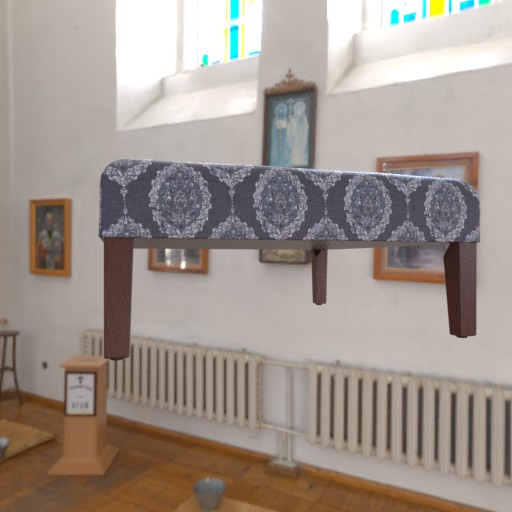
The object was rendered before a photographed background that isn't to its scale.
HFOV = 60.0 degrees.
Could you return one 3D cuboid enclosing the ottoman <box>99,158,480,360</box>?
[{"bbox_3d":[0.000,0.000,1.377,0.889,0.409,0.890,0,0,-17],"label":"ottoman"}]
